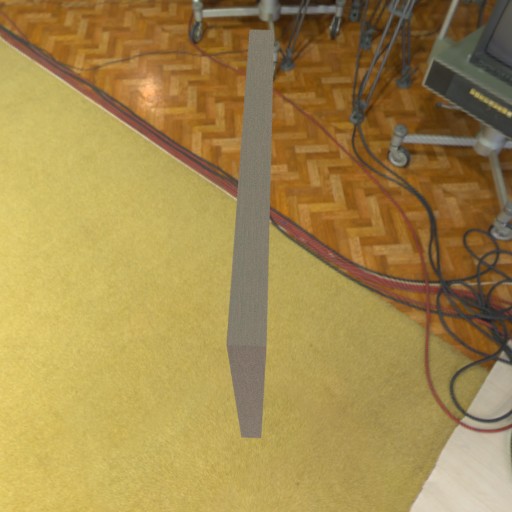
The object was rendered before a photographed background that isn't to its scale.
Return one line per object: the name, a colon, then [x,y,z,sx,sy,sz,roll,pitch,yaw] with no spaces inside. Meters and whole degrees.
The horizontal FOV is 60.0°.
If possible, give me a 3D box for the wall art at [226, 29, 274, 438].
wall art: [0.000,0.000,0.767,0.038,0.506,0.508,2,59,1]
